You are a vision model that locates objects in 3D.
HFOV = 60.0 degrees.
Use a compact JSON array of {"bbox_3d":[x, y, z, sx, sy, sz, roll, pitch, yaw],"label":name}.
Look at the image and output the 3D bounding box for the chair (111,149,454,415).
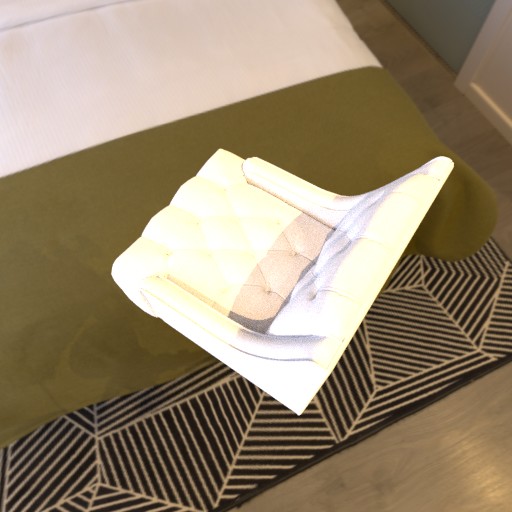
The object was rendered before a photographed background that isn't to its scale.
[{"bbox_3d":[0.000,0.000,1.463,0.772,0.891,0.658,31,68,15],"label":"chair"}]
